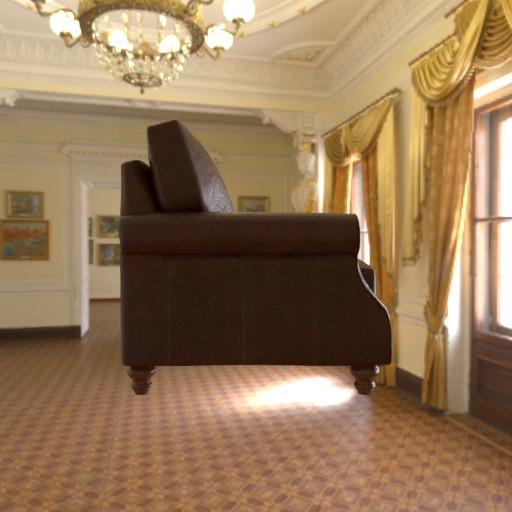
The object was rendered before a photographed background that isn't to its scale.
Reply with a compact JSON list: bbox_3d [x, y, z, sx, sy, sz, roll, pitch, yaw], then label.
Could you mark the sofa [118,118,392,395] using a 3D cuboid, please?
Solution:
[{"bbox_3d":[0.000,0.000,2.252,0.990,0.976,1.616,0,0,-1],"label":"sofa"}]
